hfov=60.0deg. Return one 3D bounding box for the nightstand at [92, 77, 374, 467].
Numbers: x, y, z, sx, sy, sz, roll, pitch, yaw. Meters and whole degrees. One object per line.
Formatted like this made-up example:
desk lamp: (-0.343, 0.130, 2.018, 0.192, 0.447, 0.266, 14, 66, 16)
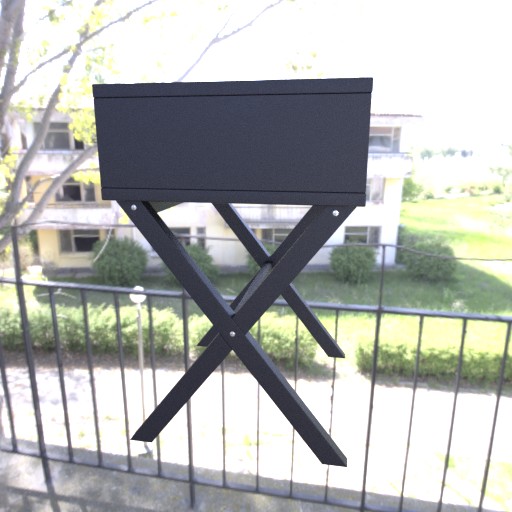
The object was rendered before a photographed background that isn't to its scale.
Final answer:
nightstand: (0.000, 0.000, 0.919, 0.402, 0.623, 0.479, 3, 15, 10)
